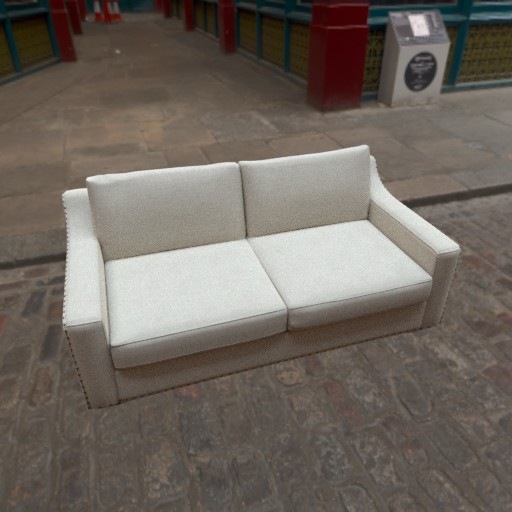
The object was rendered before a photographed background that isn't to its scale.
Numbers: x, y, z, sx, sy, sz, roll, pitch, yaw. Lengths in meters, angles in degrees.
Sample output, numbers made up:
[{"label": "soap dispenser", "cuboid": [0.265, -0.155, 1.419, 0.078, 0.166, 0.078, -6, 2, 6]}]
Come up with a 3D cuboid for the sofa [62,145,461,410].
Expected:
[{"label": "sofa", "cuboid": [0.000, 0.000, 2.685, 2.107, 0.983, 1.104, -10, 34, -15]}]
